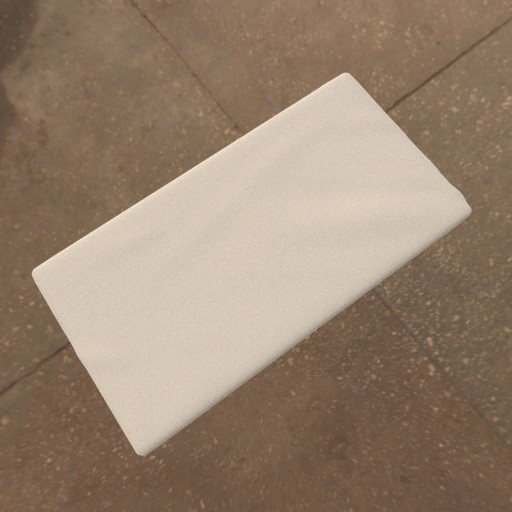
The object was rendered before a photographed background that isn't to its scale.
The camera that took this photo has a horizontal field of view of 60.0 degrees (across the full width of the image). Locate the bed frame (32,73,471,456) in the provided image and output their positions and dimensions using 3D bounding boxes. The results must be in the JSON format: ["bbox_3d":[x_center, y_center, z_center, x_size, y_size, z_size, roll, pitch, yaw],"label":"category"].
[{"bbox_3d":[0.000,0.000,2.337,1.903,0.619,0.989,-35,77,-9],"label":"bed frame"}]
